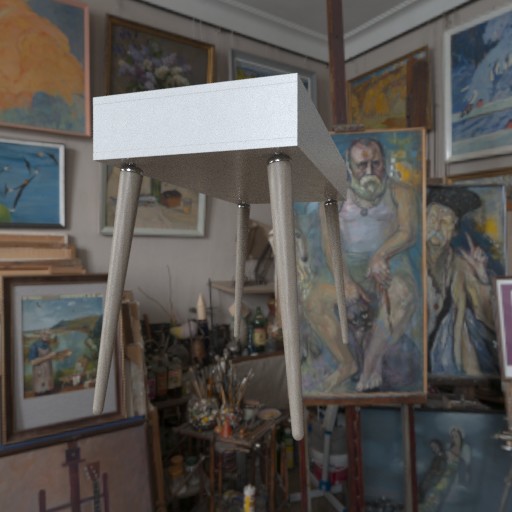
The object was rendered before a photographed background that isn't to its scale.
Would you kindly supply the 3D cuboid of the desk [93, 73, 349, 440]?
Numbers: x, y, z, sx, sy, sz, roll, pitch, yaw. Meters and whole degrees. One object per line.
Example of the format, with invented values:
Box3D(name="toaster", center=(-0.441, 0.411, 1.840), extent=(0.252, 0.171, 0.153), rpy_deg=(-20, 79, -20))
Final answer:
Box3D(name="desk", center=(0.000, 0.000, 1.403), extent=(0.491, 0.723, 0.979), rpy_deg=(0, 1, 17))
